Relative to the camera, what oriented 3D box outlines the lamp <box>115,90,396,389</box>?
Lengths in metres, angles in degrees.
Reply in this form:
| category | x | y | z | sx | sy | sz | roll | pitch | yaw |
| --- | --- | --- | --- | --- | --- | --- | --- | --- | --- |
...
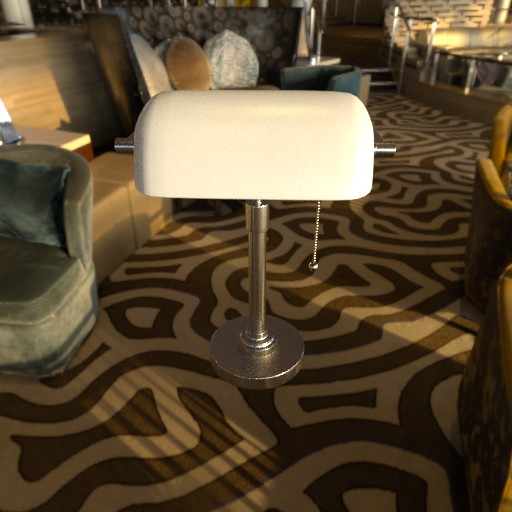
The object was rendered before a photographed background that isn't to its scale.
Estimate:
| category | x | y | z | sx | sy | sz | roll | pitch | yaw |
| --- | --- | --- | --- | --- | --- | --- | --- | --- | --- |
| lamp | 0.000 | 0.000 | 0.550 | 0.269 | 0.404 | 0.227 | 1 | 31 | 2 |
